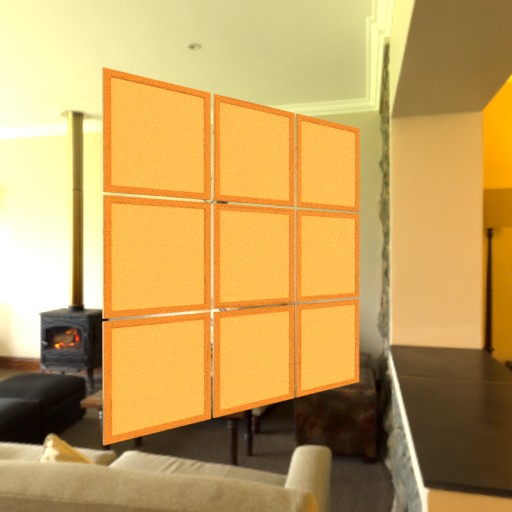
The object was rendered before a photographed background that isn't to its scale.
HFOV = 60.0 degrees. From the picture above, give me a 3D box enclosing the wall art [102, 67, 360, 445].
[{"bbox_3d":[0.000,0.000,2.229,1.517,1.523,0.013,0,1,-35],"label":"wall art"}]
